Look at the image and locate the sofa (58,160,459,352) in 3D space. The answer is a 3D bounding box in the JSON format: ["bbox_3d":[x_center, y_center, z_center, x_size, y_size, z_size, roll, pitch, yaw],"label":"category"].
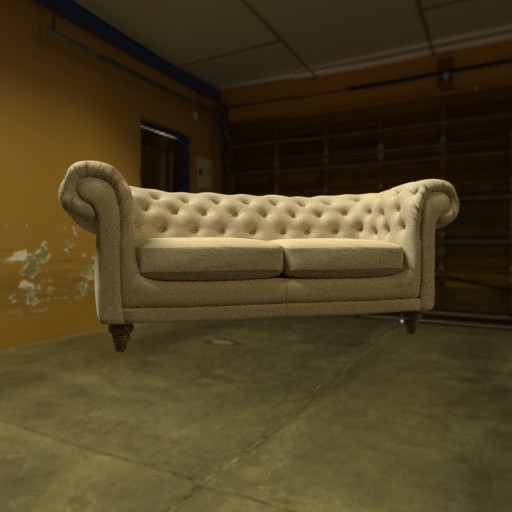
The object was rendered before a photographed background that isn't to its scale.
[{"bbox_3d":[0.000,0.000,2.564,1.988,0.835,1.069,0,1,-16],"label":"sofa"}]
